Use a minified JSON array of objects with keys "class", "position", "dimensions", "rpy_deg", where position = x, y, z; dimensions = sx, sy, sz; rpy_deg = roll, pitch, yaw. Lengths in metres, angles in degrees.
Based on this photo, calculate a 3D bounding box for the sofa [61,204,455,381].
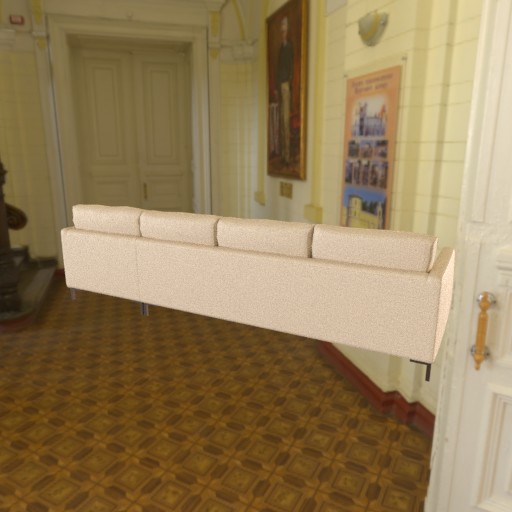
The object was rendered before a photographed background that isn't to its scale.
[{"class":"sofa","position":[0.000,0.000,3.301],"dimensions":[2.731,0.755,1.258],"rpy_deg":[7,16,27]}]
